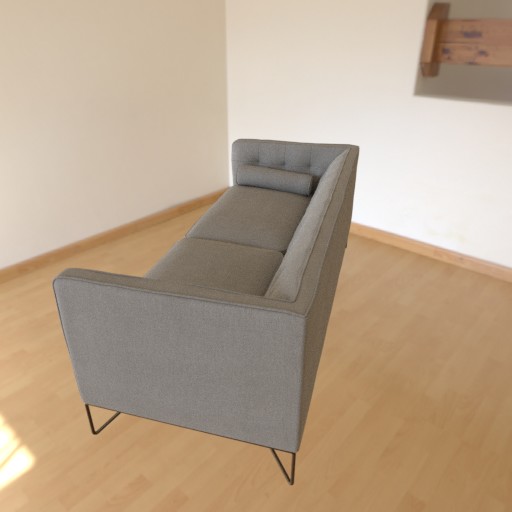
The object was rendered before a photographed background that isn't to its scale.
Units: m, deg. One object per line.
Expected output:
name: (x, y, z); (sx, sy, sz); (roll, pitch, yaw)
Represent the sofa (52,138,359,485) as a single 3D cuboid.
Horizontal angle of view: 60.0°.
sofa: (0.000, 0.000, 2.454); (0.912, 0.798, 2.079); (8, 29, 14)
